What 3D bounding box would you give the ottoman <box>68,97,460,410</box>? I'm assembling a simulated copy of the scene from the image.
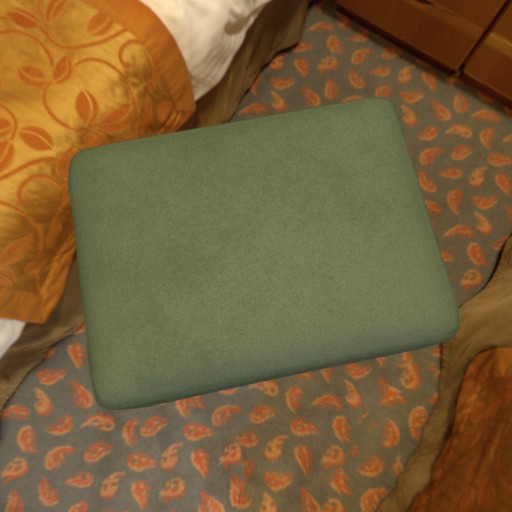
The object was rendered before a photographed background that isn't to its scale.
[{"bbox_3d":[0.000,0.000,1.138,0.811,0.449,0.608,-11,77,-3],"label":"ottoman"}]
